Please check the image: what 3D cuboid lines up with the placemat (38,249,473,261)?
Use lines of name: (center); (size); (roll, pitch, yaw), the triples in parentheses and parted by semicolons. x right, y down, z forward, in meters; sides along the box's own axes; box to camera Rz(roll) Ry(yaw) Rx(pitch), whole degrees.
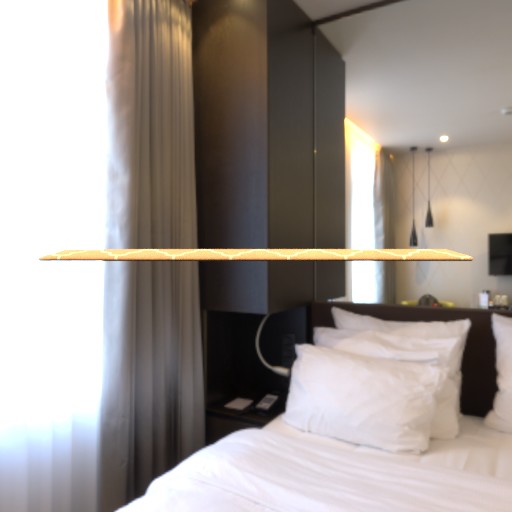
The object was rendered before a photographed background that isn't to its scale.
placemat: (0.000, 0.000, 0.999); (0.762, 0.021, 0.508); (0, 0, 1)
